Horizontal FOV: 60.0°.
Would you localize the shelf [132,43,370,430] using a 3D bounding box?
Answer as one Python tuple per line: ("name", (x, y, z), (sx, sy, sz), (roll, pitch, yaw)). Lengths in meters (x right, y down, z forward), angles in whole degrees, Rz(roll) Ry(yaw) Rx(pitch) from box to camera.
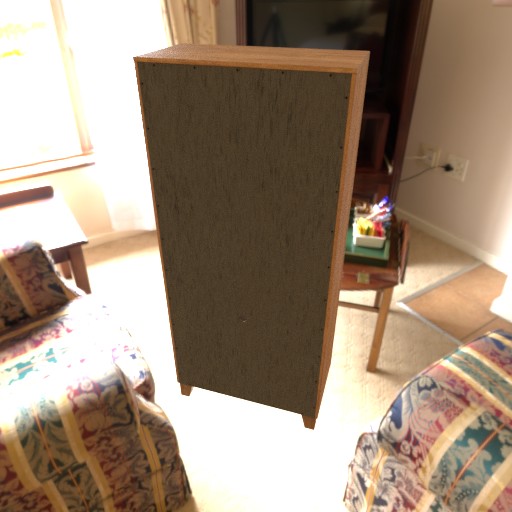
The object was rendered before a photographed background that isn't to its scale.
("shelf", (0.000, 0.000, 2.303), (0.864, 1.930, 0.453), (10, 33, 15))
